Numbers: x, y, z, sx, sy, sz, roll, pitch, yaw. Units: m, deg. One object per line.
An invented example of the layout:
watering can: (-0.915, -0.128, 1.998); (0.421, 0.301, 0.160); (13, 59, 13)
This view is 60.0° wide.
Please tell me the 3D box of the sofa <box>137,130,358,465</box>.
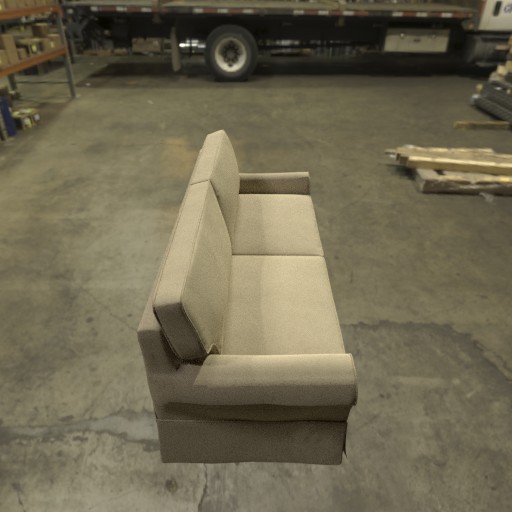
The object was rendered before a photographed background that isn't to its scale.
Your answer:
sofa: (0.000, 0.000, 2.730); (0.900, 1.014, 2.246); (0, 32, 1)
